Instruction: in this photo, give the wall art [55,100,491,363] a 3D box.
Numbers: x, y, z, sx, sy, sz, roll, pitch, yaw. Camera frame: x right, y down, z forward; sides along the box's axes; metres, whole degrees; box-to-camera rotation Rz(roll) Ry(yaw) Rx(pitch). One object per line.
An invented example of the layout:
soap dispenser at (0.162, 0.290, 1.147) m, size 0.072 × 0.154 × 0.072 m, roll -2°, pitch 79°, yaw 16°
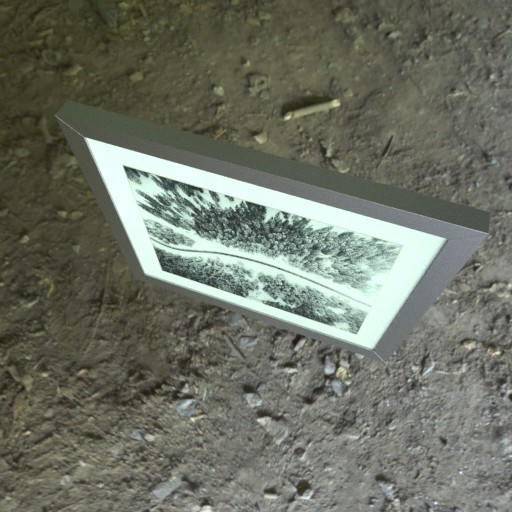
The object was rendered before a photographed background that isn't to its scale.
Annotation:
wall art at (0.000, 0.000, 0.741) m, size 0.557 × 0.456 × 0.032 m, roll 17°, pitch 60°, yaw 10°
